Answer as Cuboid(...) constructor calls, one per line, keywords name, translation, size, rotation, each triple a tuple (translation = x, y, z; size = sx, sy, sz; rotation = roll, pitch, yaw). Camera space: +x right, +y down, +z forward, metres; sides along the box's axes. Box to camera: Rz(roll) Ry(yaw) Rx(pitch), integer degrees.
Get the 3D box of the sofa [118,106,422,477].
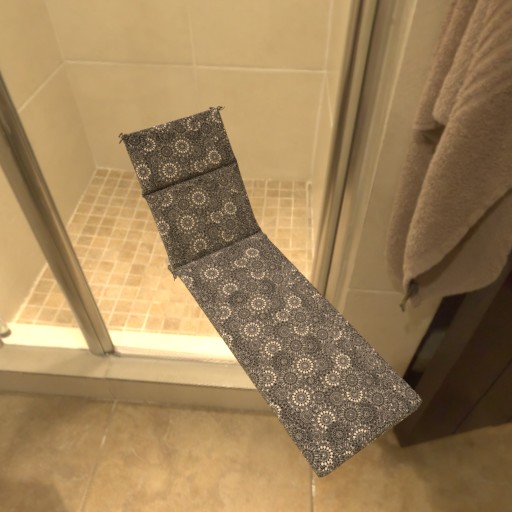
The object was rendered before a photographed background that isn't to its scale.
Cuboid(name="sofa", translation=(0.000, 0.000, 1.963), size=(0.582, 0.622, 1.663), rotation=(-25, 51, -22))
